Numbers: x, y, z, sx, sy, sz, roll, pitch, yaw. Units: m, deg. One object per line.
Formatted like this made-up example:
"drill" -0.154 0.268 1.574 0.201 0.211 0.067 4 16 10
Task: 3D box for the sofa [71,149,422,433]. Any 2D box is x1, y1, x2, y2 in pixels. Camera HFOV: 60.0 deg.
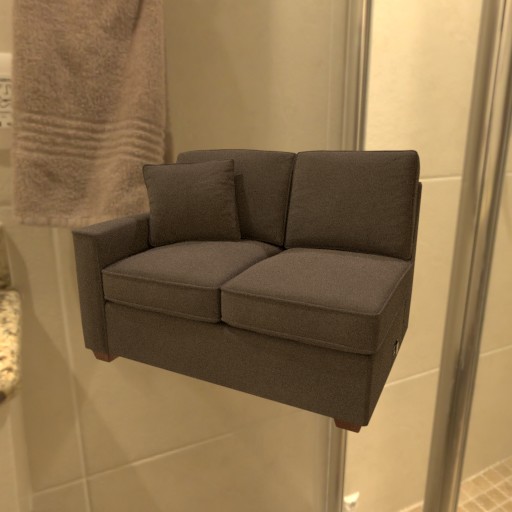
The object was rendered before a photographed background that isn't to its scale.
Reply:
"sofa" 0.000 0.000 2.124 1.388 0.989 0.991 7 17 25
